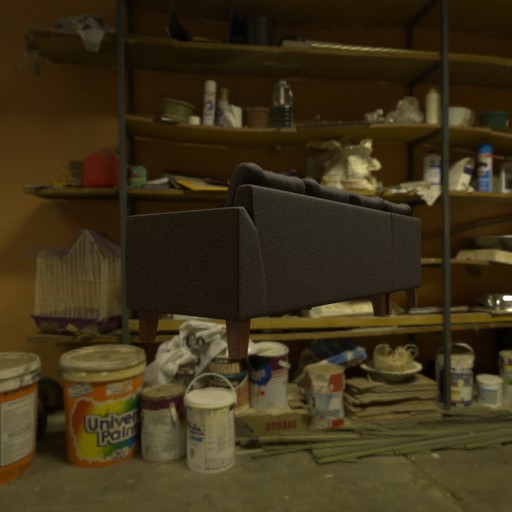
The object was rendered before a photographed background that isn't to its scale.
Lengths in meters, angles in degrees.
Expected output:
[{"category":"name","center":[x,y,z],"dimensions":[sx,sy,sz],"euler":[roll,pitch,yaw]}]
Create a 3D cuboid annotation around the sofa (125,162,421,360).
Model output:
[{"category":"sofa","center":[0.000,0.000,3.559],"dimensions":[1.829,0.932,2.679],"euler":[0,0,37]}]
